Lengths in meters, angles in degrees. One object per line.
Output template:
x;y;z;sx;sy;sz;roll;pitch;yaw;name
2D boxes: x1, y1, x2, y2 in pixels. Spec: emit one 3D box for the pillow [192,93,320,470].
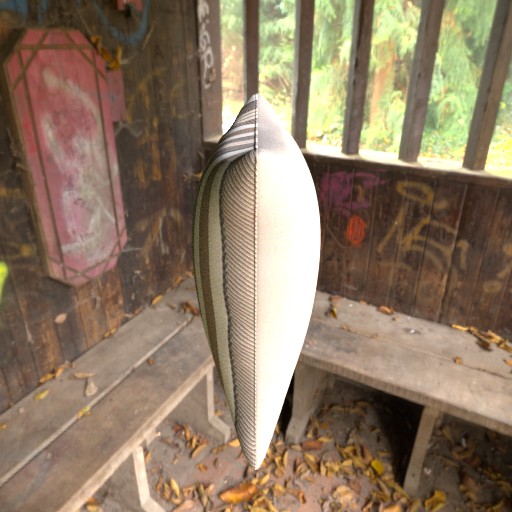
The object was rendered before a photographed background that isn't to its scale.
0.000;0.000;0.642;0.173;0.401;0.416;0;27;0;pillow
